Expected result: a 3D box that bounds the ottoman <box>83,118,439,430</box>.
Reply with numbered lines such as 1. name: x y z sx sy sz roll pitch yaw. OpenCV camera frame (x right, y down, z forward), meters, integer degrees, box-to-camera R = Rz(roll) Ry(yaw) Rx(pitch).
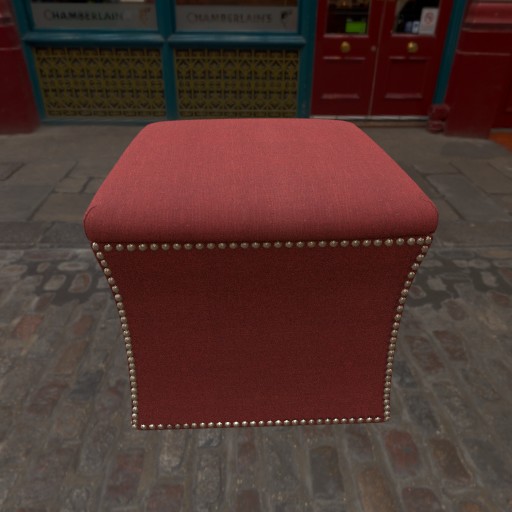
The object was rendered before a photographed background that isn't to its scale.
1. ottoman: 0.000 0.000 0.900 0.507 0.475 0.497 -1 30 -2
